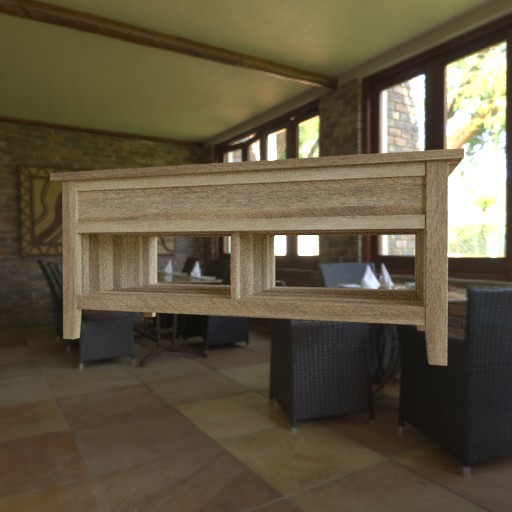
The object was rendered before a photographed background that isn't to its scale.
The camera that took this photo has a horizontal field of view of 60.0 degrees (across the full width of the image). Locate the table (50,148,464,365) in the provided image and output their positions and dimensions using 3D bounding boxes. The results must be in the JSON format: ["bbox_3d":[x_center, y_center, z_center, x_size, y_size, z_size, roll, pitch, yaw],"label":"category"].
[{"bbox_3d":[0.000,0.000,1.360,1.095,0.480,0.493,0,1,17],"label":"table"}]
